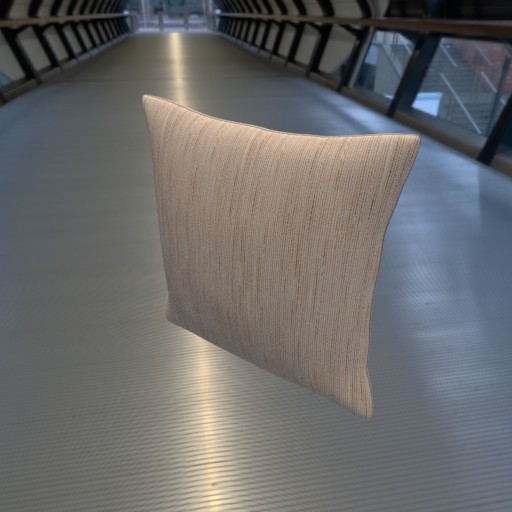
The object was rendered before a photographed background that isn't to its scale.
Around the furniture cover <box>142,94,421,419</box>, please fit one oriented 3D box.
[{"bbox_3d":[0.000,0.000,0.800,0.512,0.506,0.178,19,35,30],"label":"furniture cover"}]
